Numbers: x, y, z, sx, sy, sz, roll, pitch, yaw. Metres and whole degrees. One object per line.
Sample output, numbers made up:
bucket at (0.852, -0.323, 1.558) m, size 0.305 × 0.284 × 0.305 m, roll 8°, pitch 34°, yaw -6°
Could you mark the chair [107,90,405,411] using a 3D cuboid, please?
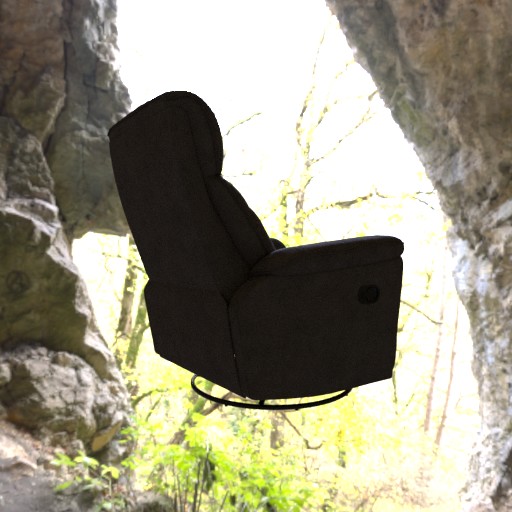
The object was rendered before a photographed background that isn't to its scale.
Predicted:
chair at (0.000, 0.000, 1.759) m, size 1.009 × 1.036 × 0.830 m, roll -1°, pitch 2°, yaw -36°
